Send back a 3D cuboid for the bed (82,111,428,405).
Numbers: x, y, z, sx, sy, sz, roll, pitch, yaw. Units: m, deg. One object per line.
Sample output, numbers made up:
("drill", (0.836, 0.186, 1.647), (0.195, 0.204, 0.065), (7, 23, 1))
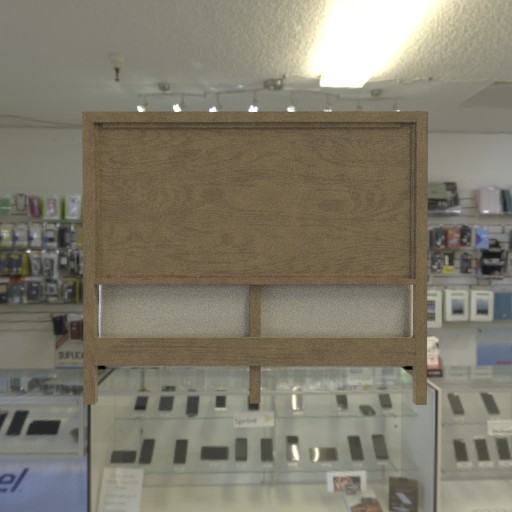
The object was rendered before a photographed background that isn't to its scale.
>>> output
("bed", (0.000, 0.000, 3.162), (1.606, 1.369, 2.189), (0, 1, 0))
